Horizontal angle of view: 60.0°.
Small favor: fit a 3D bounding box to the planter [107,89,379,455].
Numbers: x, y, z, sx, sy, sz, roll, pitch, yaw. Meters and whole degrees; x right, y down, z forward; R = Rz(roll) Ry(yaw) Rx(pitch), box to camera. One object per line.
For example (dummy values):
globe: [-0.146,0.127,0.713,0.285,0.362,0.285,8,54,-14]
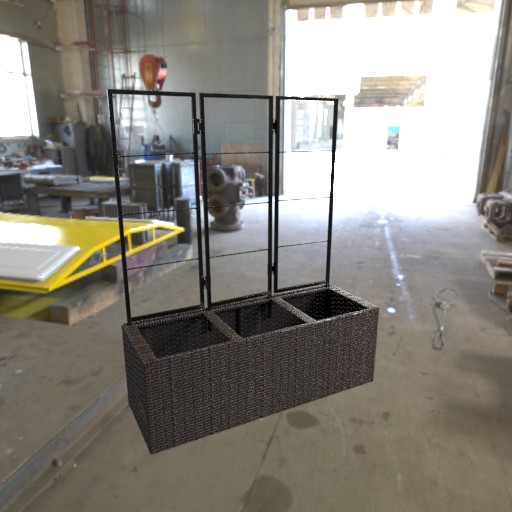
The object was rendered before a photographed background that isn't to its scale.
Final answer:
planter: [0.000,0.000,1.204,0.699,0.841,0.244,-8,18,-27]
